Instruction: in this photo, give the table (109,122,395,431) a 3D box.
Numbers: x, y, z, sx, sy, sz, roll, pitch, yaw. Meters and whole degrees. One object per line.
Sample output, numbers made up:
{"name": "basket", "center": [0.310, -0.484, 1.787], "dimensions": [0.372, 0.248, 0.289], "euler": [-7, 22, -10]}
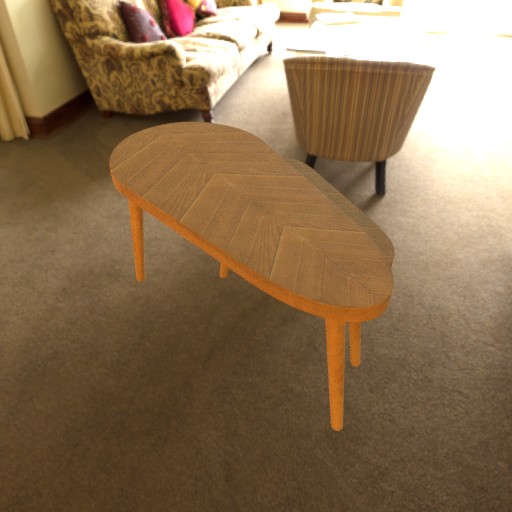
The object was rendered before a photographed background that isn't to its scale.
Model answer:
{"name": "table", "center": [0.000, 0.000, 1.596], "dimensions": [0.701, 0.595, 1.190], "euler": [-24, 45, -27]}
